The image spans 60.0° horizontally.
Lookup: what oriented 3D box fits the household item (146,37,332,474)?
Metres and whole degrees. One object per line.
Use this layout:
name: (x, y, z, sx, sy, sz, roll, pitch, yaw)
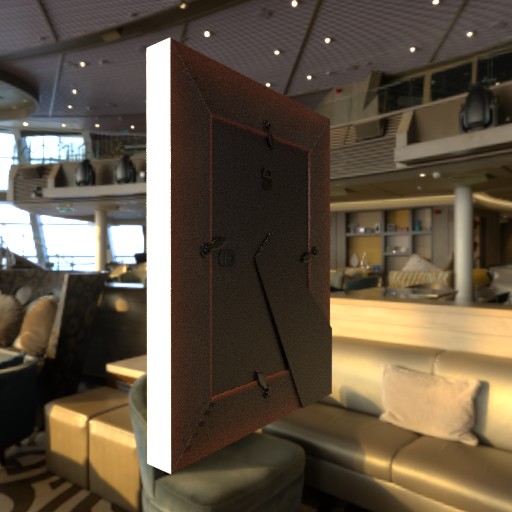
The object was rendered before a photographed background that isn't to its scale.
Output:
household item: (0.000, 0.000, 0.291, 0.025, 0.216, 0.165, 0, 0, 38)
